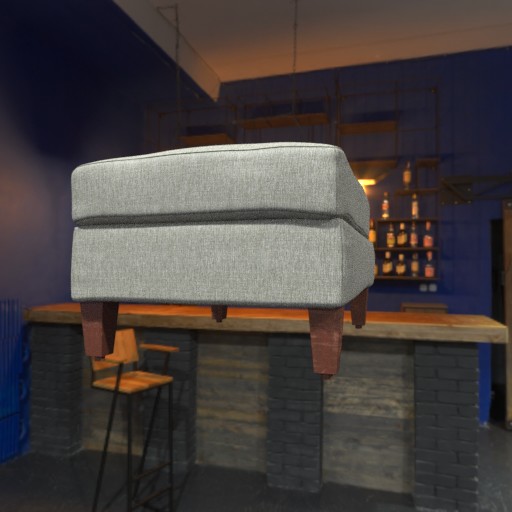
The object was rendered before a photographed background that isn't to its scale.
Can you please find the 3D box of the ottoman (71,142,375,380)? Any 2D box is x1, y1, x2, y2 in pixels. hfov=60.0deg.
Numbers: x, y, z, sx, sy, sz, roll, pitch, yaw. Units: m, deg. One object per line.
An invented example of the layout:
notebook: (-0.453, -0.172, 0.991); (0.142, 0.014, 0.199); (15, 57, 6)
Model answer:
ottoman: (0.000, 0.000, 1.298); (0.639, 0.494, 0.873); (0, -1, 18)
